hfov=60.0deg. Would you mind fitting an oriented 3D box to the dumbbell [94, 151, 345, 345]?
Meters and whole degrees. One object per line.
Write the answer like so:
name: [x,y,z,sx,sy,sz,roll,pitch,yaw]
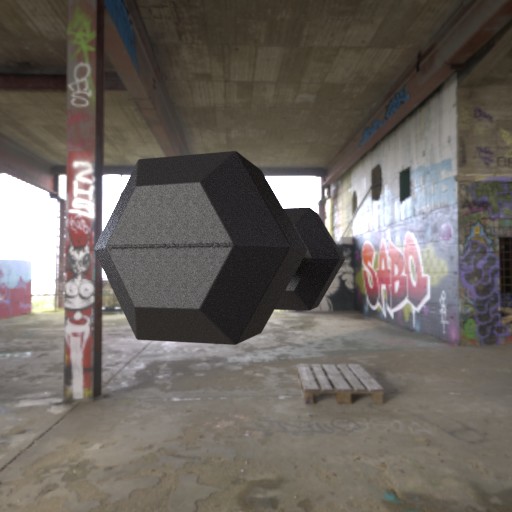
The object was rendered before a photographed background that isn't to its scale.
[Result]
dumbbell: [0.000,0.000,0.361,0.116,0.101,0.297,-1,-2,17]
